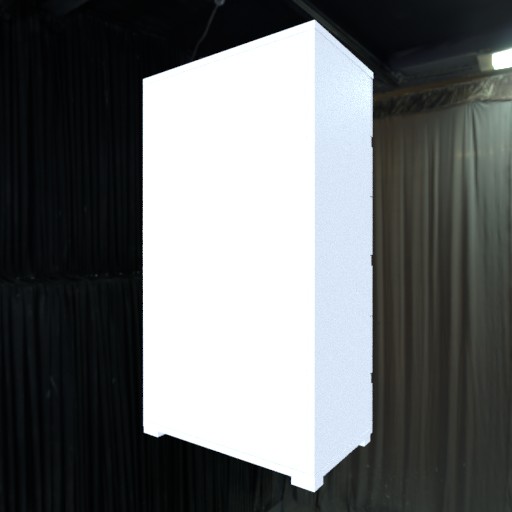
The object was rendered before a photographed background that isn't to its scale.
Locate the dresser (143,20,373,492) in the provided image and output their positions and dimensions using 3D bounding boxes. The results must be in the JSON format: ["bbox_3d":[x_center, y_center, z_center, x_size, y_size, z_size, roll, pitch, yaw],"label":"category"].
[{"bbox_3d":[0.000,0.000,1.467,0.650,1.190,0.400,0,0,36],"label":"dresser"}]
